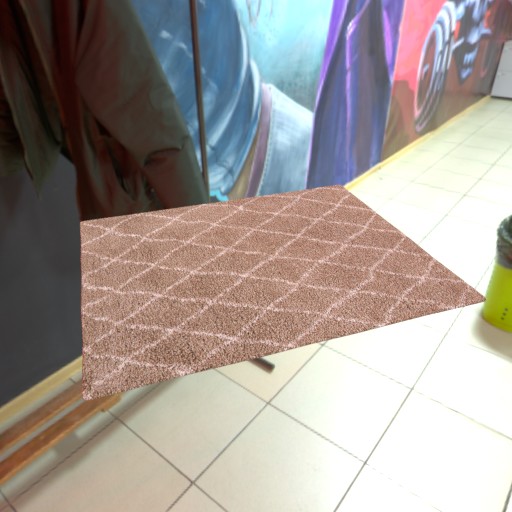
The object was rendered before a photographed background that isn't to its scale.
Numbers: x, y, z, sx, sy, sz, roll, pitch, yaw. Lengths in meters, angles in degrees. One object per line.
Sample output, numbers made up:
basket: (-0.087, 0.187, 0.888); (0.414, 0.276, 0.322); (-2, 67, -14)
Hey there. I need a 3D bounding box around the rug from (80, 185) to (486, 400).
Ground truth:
rug: (0.000, 0.000, 4.064); (3.047, 0.029, 2.438); (-10, 34, -16)
